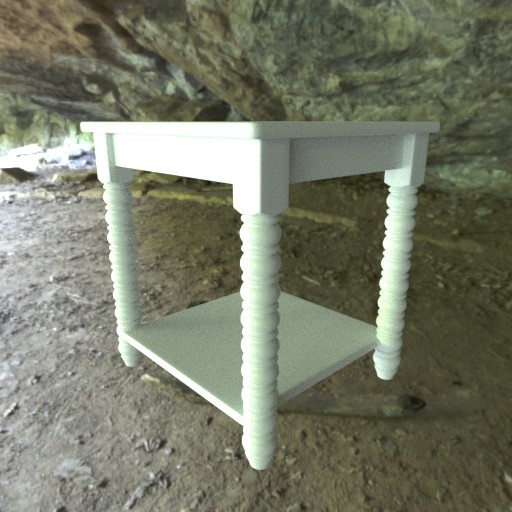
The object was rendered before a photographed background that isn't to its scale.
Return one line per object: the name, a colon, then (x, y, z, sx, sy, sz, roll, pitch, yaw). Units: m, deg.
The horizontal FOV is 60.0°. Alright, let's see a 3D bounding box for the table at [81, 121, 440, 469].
table: (0.000, 0.000, 0.970, 0.500, 0.563, 0.533, -15, 23, -41)
